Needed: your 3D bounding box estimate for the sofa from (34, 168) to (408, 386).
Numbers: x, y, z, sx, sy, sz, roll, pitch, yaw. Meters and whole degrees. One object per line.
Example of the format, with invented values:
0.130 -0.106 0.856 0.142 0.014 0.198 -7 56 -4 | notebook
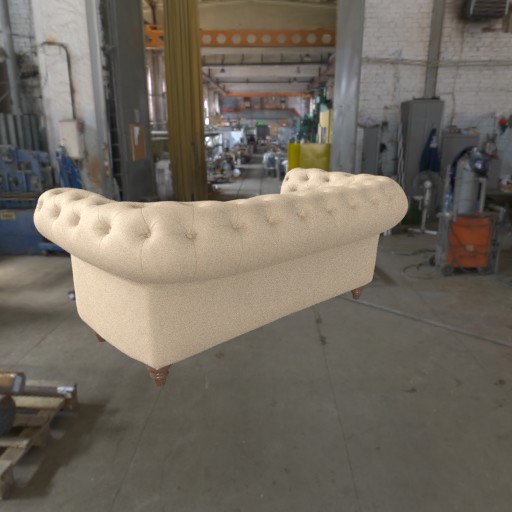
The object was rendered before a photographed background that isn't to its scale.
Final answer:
0.000 0.000 2.480 1.988 0.835 1.069 -15 21 -41 | sofa
